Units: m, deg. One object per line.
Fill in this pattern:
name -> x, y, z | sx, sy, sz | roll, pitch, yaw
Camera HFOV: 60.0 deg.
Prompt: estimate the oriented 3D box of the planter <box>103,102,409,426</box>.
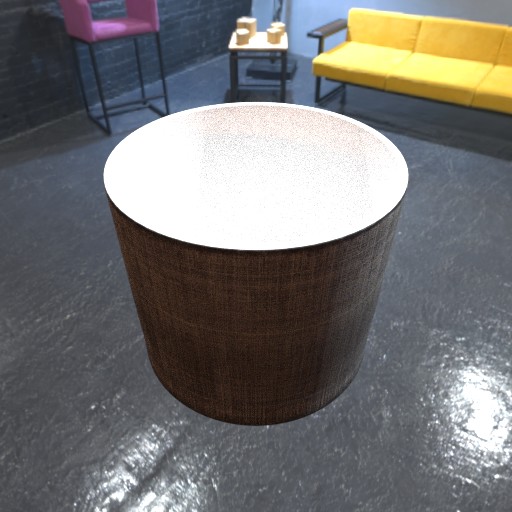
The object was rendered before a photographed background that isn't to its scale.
planter -> 0.000, 0.000, 0.451 | 0.254, 0.221, 0.254 | 0, 40, 0
